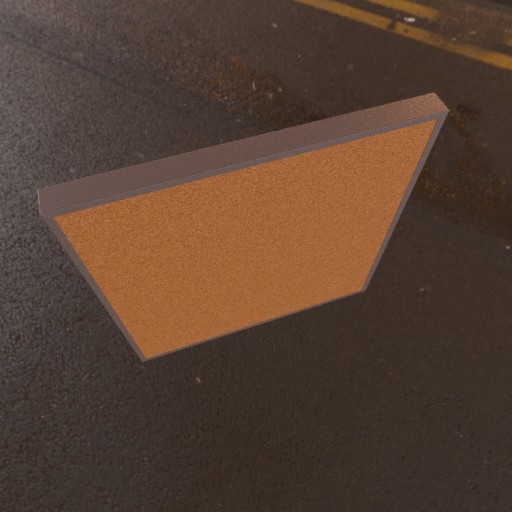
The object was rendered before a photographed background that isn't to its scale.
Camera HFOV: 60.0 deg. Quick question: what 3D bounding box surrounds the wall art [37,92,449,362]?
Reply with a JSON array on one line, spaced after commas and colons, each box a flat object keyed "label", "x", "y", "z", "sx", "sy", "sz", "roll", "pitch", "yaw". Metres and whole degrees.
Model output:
[{"label": "wall art", "x": 0.000, "y": 0.000, "z": 0.514, "sx": 0.349, "sy": 0.349, "sz": 0.028, "roll": -16, "pitch": 60, "yaw": -10}]
